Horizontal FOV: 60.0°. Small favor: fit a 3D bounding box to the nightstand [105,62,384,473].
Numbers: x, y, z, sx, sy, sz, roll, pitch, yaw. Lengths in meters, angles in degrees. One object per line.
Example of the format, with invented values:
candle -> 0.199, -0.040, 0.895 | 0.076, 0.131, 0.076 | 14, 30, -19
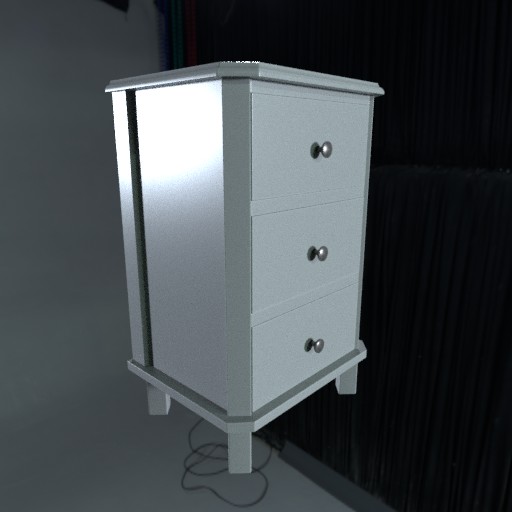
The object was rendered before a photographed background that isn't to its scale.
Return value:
nightstand -> 0.000, 0.000, 0.929 | 0.348, 0.680, 0.435 | 14, 20, 42
